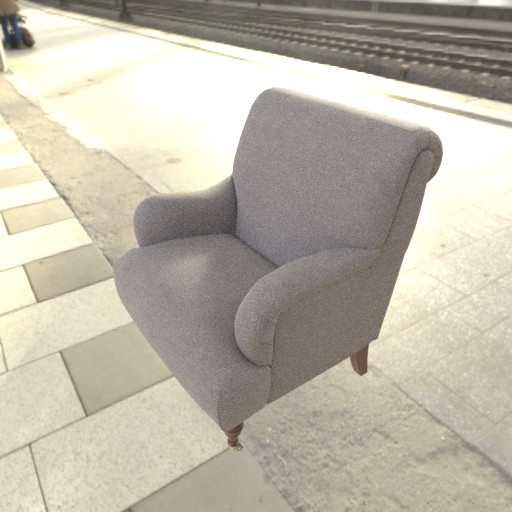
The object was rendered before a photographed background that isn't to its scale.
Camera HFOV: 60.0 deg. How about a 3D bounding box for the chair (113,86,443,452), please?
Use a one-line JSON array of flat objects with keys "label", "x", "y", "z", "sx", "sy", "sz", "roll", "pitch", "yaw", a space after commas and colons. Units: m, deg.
[{"label": "chair", "x": 0.000, "y": 0.000, "z": 1.526, "sx": 0.843, "sy": 0.942, "sz": 0.766, "roll": -21, "pitch": 38, "yaw": -30}]
